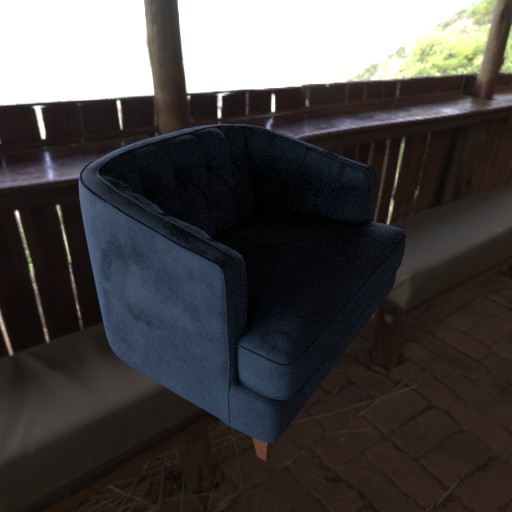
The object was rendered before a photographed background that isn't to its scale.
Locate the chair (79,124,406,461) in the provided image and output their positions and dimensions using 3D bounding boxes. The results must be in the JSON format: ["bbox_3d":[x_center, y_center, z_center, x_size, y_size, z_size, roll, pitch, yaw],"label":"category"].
[{"bbox_3d":[0.000,0.000,1.771,0.940,0.852,1.094,18,33,30],"label":"chair"}]
